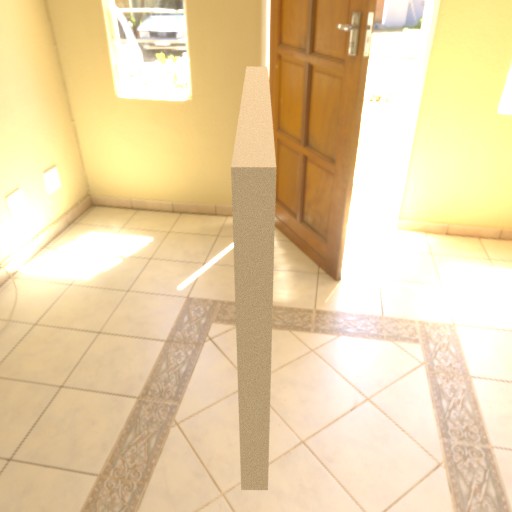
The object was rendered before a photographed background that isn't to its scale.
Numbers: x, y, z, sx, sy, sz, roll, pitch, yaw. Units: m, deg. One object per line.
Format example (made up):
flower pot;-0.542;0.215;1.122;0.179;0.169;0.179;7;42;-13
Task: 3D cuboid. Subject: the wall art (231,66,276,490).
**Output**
wall art;0.000;0.000;0.445;0.024;0.304;0.304;0;32;0
